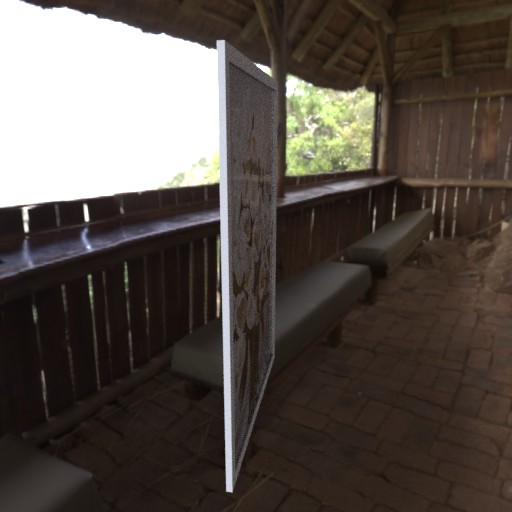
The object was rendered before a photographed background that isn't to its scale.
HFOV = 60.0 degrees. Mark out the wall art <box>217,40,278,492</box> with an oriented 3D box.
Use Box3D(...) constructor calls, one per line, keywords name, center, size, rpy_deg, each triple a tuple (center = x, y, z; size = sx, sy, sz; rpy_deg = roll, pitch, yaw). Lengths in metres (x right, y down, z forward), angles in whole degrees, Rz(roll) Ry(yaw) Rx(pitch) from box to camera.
Box3D(name="wall art", center=(0.000, 0.000, 1.220), size=(0.015, 0.965, 0.660), rpy_deg=(3, 16, 10))
